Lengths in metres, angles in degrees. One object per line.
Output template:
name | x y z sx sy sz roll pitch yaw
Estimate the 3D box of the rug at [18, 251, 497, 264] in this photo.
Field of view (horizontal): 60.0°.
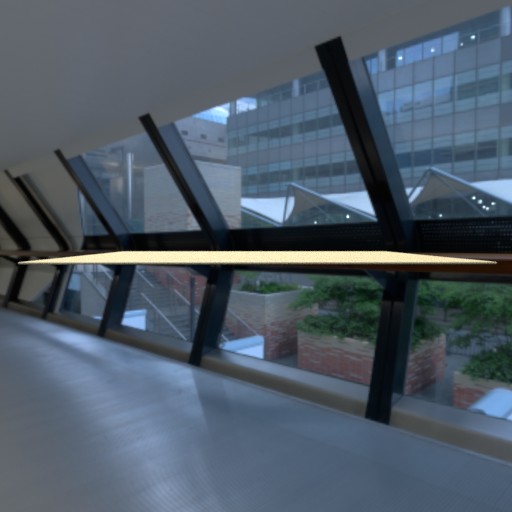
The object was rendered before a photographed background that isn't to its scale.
rug | 0.000 0.000 4.170 3.204 0.016 2.452 0 2 -1
